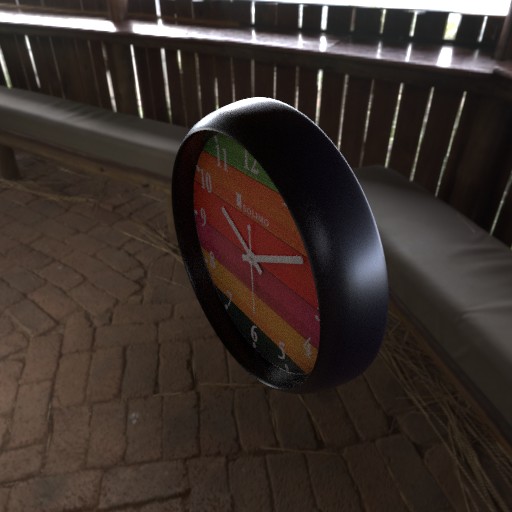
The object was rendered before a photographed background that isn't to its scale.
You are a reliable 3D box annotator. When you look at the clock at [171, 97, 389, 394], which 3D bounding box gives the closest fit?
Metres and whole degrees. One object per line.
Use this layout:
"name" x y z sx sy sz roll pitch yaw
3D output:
"clock" 0.000 0.000 0.451 0.060 0.300 0.300 -21 39 -28
